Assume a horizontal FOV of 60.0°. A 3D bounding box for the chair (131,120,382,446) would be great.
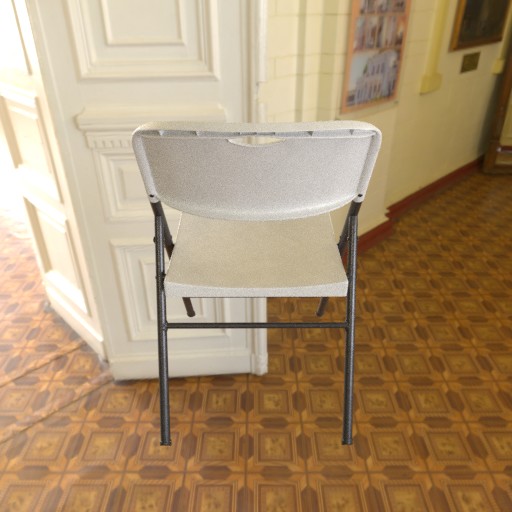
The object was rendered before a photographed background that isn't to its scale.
[{"bbox_3d":[0.000,0.000,1.155,0.494,0.810,0.566,0,30,0],"label":"chair"}]
